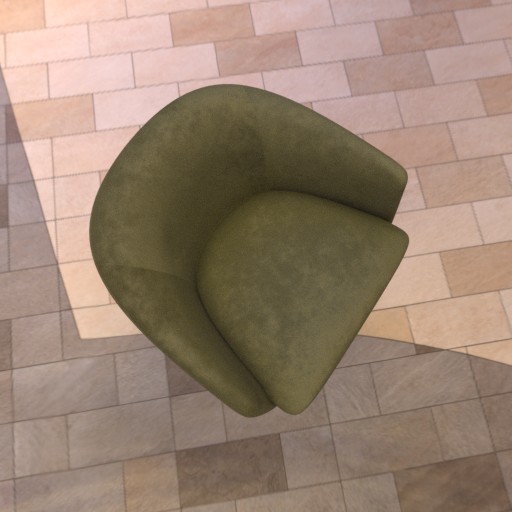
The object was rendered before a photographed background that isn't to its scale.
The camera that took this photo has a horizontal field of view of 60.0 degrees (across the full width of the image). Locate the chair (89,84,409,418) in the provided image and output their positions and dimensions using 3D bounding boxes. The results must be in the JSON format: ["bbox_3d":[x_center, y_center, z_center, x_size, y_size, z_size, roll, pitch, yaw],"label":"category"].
[{"bbox_3d":[0.000,0.000,1.366,0.767,0.698,0.773,34,78,8],"label":"chair"}]
